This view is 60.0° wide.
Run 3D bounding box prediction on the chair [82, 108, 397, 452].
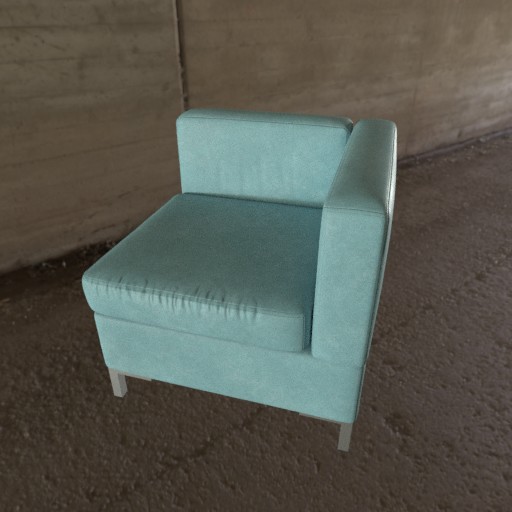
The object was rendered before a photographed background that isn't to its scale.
[{"bbox_3d":[0.000,0.000,1.236,0.680,0.660,0.680,8,31,14],"label":"chair"}]
